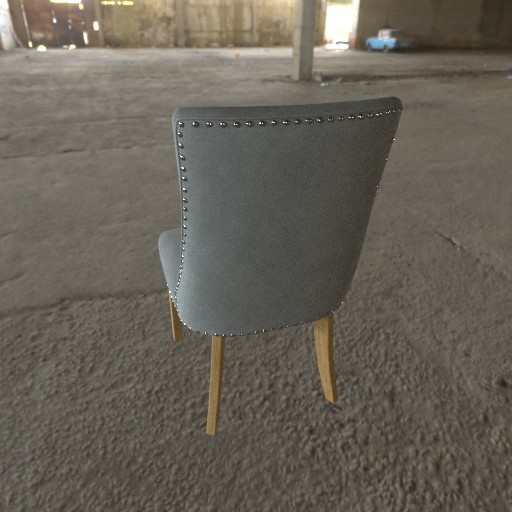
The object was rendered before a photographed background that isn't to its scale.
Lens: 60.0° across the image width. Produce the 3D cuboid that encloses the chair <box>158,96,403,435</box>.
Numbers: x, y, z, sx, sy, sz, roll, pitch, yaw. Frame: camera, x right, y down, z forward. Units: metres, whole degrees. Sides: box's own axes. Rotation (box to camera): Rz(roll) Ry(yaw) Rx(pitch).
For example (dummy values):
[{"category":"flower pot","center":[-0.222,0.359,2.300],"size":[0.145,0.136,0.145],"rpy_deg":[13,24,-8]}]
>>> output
[{"category":"chair","center":[0.000,0.000,1.254],"size":[0.495,0.902,0.610],"rpy_deg":[-9,29,-16]}]
